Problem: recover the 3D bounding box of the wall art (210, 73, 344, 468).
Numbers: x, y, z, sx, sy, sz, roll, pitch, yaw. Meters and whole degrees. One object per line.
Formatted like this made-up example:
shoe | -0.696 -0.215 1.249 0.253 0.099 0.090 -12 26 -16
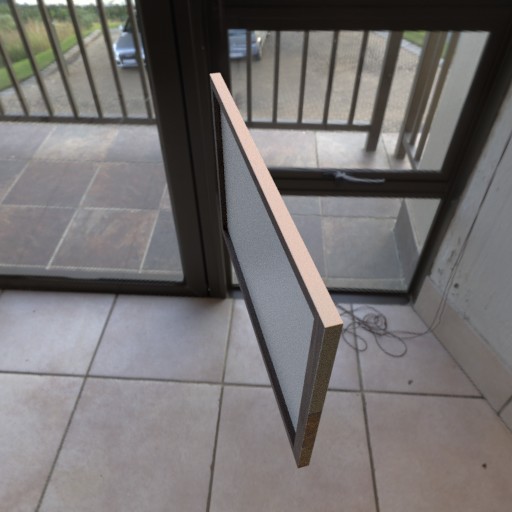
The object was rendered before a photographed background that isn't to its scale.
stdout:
wall art | 0.000 0.000 1.993 0.051 1.016 1.520 -11 47 -10
